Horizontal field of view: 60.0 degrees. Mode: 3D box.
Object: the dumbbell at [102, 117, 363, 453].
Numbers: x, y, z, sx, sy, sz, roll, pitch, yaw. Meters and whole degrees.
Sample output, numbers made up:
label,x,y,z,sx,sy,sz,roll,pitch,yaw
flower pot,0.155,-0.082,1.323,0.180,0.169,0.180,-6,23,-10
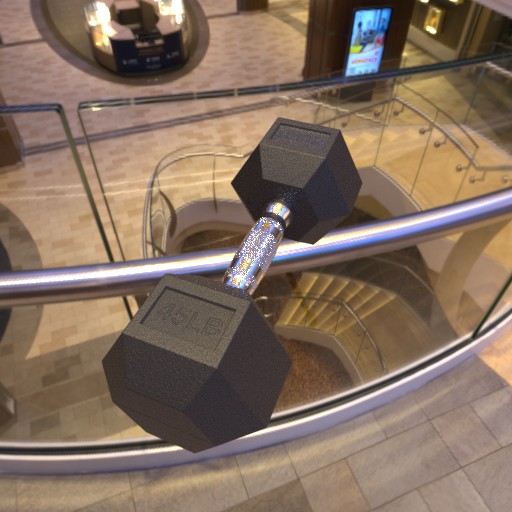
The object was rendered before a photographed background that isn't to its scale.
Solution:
label,x,y,z,sx,sy,sz,roll,pitch,yaw
dumbbell,0.000,0.000,0.432,0.141,0.123,0.356,16,49,15
